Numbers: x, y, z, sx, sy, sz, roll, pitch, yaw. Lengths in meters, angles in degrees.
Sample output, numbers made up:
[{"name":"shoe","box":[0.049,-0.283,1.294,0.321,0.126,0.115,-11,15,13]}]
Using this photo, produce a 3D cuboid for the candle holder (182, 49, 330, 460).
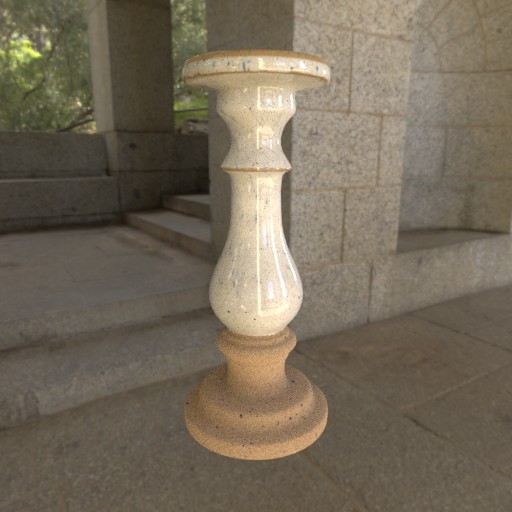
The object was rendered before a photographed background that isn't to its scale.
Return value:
[{"name":"candle holder","box":[0.000,0.000,0.252,0.088,0.203,0.088,0,13,0]}]
